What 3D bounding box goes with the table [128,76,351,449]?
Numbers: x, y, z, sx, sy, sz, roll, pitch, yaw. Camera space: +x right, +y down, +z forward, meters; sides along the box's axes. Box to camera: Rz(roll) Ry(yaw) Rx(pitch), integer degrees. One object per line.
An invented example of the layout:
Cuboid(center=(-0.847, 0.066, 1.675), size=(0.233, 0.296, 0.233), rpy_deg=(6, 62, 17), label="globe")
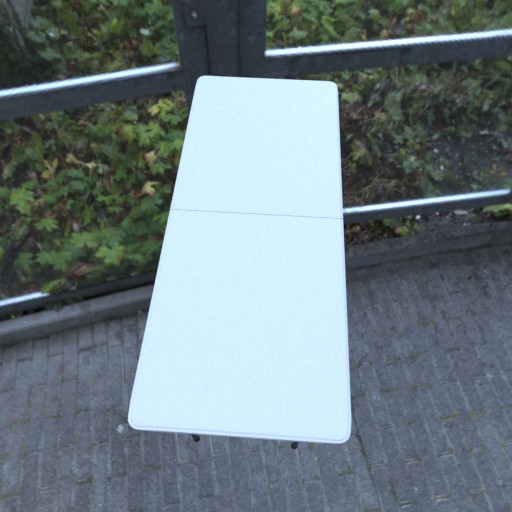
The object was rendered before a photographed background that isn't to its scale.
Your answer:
Cuboid(center=(0.000, 0.000, 2.247), size=(0.761, 0.719, 1.829), rpy_deg=(3, 59, 2), label="table")
